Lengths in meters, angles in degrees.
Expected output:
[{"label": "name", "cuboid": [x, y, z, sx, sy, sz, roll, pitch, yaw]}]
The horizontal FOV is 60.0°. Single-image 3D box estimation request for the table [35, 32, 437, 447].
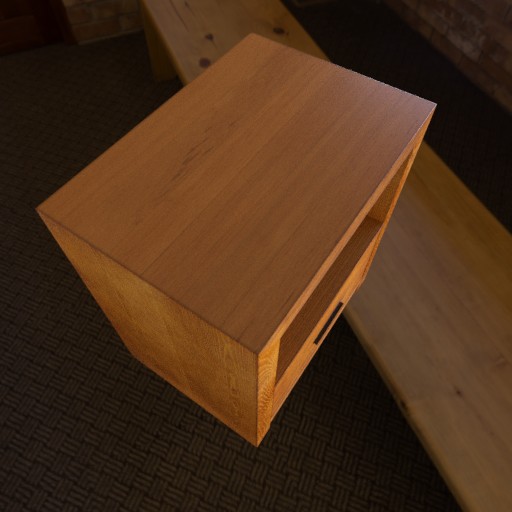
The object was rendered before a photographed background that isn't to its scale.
[{"label": "table", "cuboid": [0.000, 0.000, 0.958, 0.400, 0.605, 0.550, 30, 62, 18]}]
